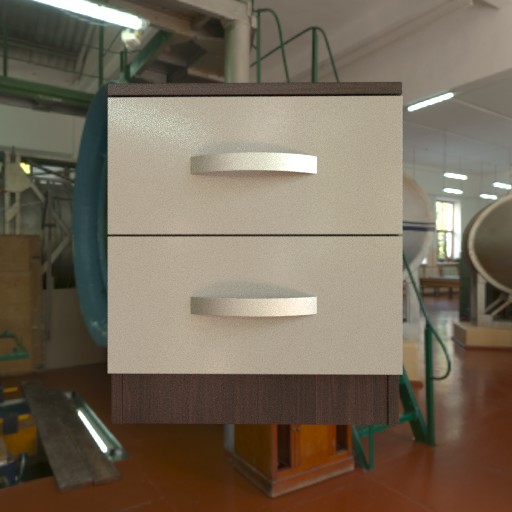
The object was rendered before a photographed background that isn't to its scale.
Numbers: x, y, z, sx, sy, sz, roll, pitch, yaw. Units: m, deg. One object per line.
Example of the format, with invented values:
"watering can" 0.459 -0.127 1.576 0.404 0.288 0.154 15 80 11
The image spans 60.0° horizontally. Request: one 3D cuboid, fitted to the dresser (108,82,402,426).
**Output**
"dresser" 0.000 0.000 0.754 0.400 0.470 0.360 0 0 1
